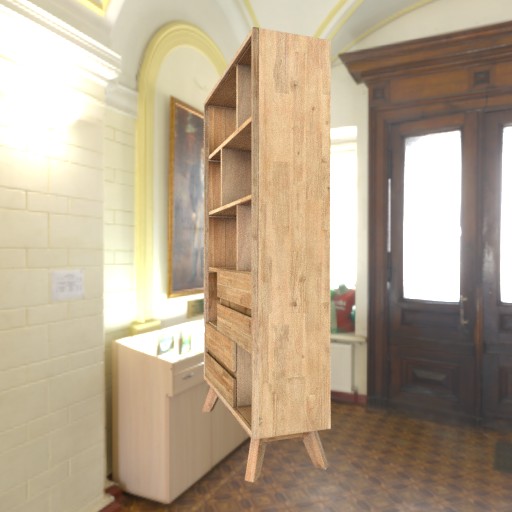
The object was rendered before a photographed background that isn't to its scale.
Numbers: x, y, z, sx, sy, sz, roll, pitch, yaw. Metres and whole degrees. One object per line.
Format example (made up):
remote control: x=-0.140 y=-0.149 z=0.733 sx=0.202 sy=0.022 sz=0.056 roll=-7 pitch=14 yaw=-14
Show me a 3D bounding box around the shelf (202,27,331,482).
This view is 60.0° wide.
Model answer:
shelf: x=0.000 y=0.000 z=1.819 sx=0.308 sy=1.471 sz=0.748 roll=0 pitch=0 yaw=-19
